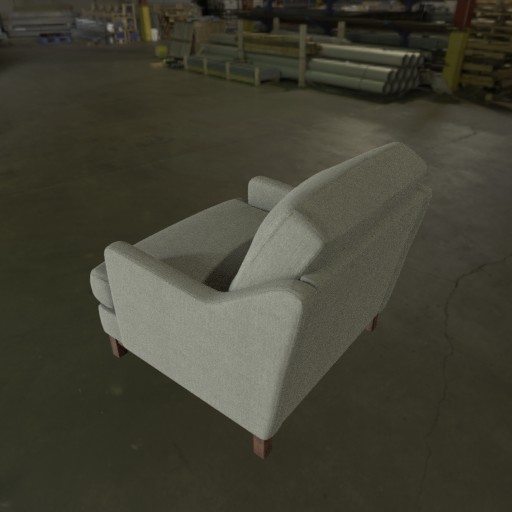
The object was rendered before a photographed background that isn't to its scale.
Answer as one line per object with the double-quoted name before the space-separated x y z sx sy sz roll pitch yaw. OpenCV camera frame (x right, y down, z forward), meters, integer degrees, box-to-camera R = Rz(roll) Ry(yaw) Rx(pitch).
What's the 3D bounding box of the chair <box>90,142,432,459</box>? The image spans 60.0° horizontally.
"chair" 0.000 0.000 1.564 0.892 0.821 0.826 22 37 32
